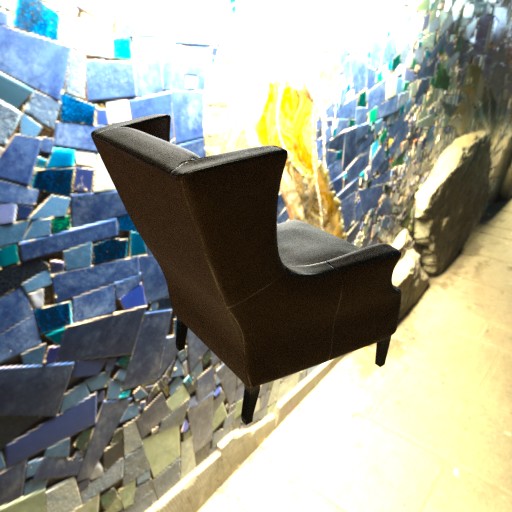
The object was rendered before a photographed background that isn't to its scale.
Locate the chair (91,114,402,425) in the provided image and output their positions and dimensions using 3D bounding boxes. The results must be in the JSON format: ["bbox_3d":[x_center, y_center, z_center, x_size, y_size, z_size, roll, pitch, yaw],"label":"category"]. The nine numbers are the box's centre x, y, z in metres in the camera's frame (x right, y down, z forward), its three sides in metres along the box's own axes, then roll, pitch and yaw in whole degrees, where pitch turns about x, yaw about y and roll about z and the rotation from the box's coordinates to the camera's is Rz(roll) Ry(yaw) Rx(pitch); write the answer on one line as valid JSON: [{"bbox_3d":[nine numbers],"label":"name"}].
[{"bbox_3d":[0.000,0.000,1.726,0.925,1.016,0.852,-18,32,-32],"label":"chair"}]
